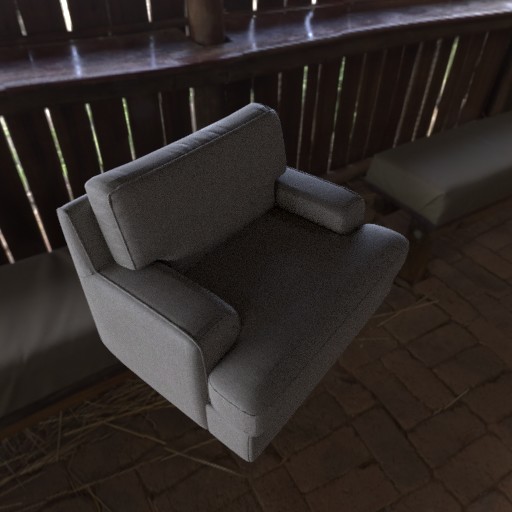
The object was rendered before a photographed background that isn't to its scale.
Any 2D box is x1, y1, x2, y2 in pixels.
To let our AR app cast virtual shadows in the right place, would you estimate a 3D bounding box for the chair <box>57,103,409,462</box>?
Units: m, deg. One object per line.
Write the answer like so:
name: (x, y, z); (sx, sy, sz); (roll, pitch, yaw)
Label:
chair: (0.000, 0.000, 2.028); (1.043, 0.974, 1.270); (27, 47, 29)
